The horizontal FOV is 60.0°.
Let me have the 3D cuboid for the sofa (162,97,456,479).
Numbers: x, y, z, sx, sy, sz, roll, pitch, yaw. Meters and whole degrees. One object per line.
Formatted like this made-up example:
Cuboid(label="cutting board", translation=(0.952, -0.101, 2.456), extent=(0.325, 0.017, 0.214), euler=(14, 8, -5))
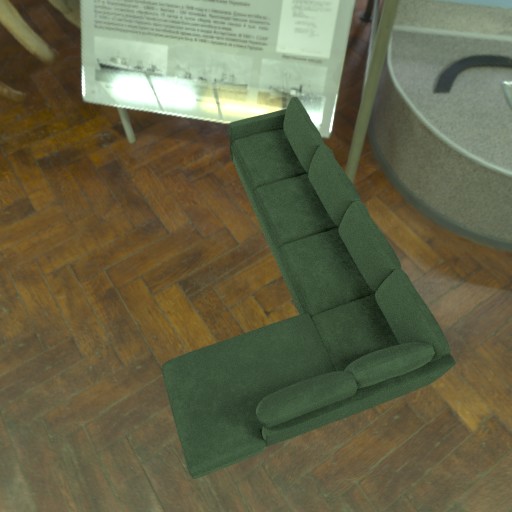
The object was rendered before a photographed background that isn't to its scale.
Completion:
Cuboid(label="sofa", translation=(0.000, 0.000, 3.242), extent=(1.707, 0.687, 2.486), euler=(-17, 60, -10))
